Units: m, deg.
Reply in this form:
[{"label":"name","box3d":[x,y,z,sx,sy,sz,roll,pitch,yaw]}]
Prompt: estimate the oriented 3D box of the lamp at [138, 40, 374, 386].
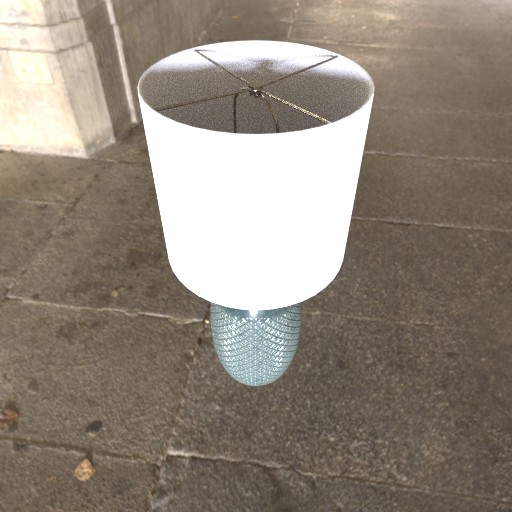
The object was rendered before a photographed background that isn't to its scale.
[{"label":"lamp","box3d":[0.000,0.000,0.567,0.217,0.453,0.217,-27,49,-26]}]
